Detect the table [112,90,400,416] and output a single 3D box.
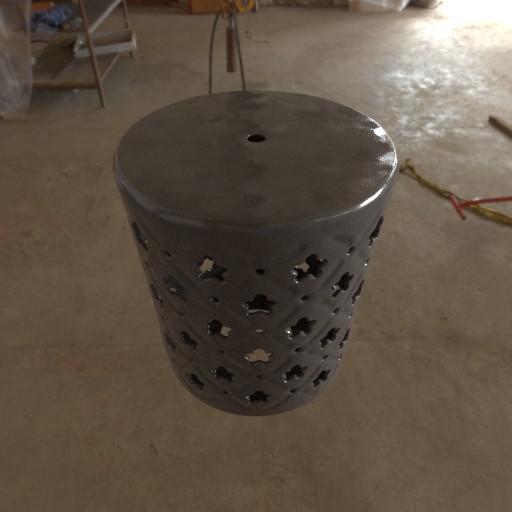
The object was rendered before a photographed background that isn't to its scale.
[{"bbox_3d":[0.000,0.000,0.675,0.352,0.387,0.352,0,41,0],"label":"table"}]
